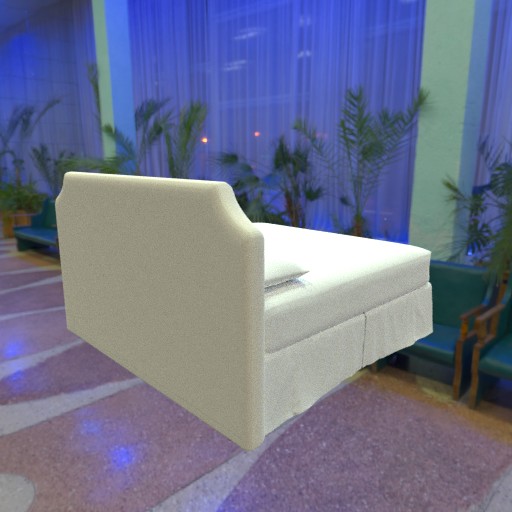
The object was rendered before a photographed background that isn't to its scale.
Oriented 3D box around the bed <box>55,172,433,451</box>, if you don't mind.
[{"bbox_3d":[0.000,0.000,3.455,2.204,1.301,2.160,-12,18,-43],"label":"bed"}]
